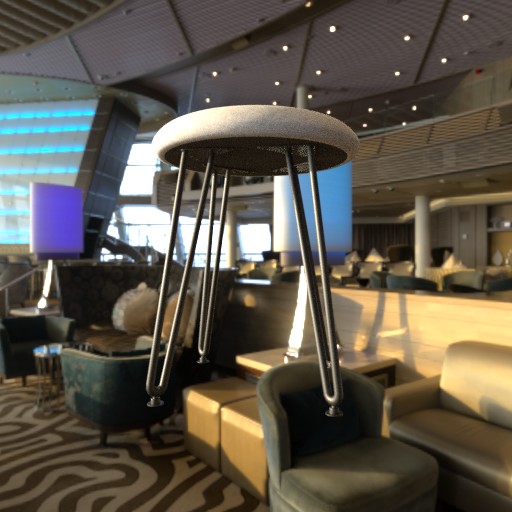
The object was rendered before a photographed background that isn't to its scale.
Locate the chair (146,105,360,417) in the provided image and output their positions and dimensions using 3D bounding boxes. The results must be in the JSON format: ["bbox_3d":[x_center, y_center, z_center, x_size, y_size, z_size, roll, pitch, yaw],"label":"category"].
[{"bbox_3d":[0.000,0.000,0.675,0.350,0.386,0.350,0,0,-36],"label":"chair"}]
